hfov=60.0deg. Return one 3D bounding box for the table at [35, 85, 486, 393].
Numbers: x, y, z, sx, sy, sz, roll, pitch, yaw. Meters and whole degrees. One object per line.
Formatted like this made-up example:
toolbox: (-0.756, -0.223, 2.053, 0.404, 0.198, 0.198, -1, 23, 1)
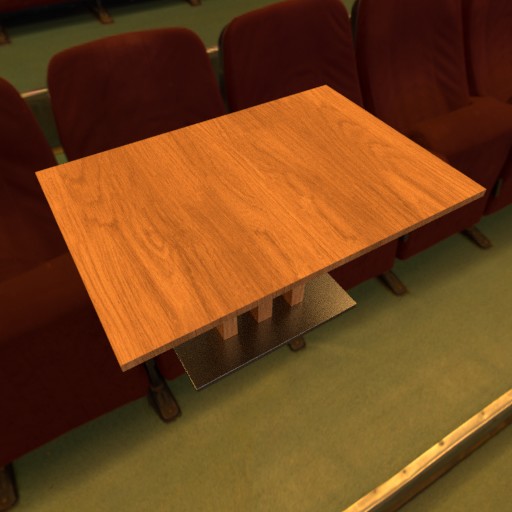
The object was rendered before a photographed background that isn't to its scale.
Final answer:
table: (0.000, 0.000, 1.830, 1.300, 0.770, 0.900, -24, 51, -21)
